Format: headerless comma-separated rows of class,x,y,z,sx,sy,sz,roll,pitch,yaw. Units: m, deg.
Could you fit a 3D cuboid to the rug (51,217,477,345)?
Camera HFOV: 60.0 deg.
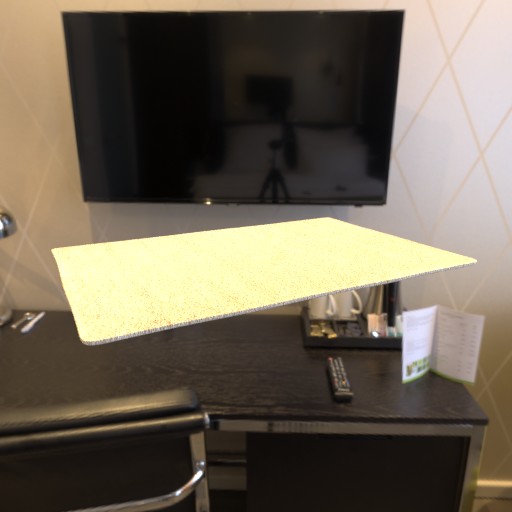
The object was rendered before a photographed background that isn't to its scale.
rug,0.000,0.000,3.333,2.698,0.025,1.798,-8,18,-27
